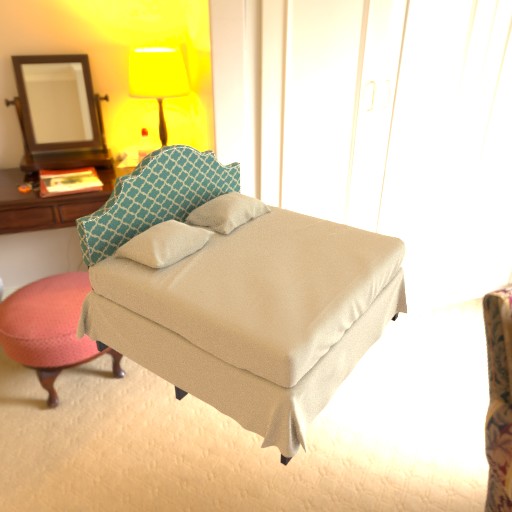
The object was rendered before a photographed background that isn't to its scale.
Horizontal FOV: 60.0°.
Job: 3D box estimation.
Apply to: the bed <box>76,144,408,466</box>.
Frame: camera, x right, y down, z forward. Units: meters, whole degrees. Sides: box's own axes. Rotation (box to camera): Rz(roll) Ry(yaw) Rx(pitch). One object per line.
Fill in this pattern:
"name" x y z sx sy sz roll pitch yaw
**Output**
"bed" 0.000 0.000 3.779 2.222 1.601 2.314 19 33 31
